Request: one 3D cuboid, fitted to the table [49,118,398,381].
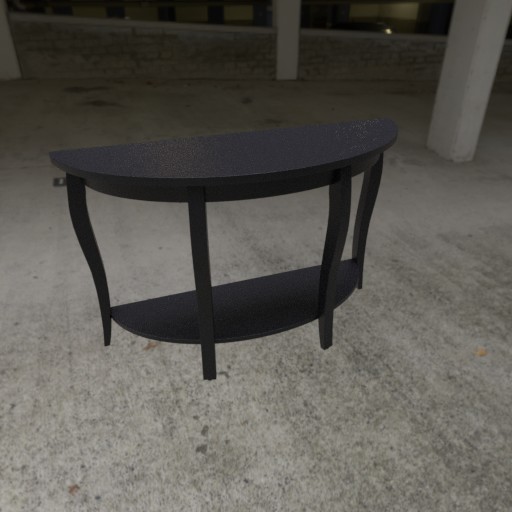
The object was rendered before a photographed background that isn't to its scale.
[{"bbox_3d":[0.000,0.000,1.590,1.219,0.780,0.394,-11,33,-17],"label":"table"}]
